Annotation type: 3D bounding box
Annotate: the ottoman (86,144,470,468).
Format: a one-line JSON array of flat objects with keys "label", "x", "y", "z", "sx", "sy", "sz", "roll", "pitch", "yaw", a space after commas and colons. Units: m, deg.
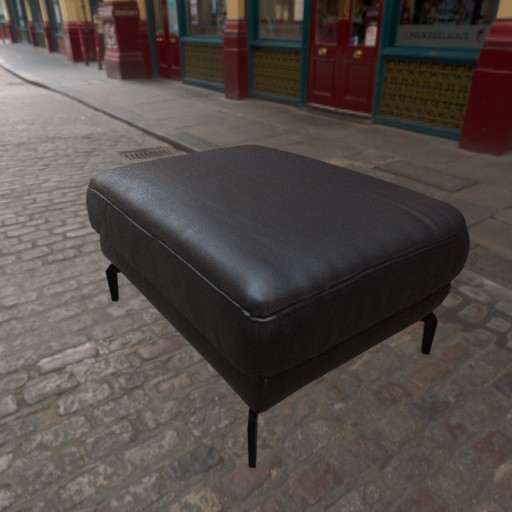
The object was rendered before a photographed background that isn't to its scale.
[{"label": "ottoman", "x": 0.000, "y": 0.000, "z": 1.060, "sx": 0.570, "sy": 0.402, "sz": 0.764, "roll": -19, "pitch": 33, "yaw": -32}]
